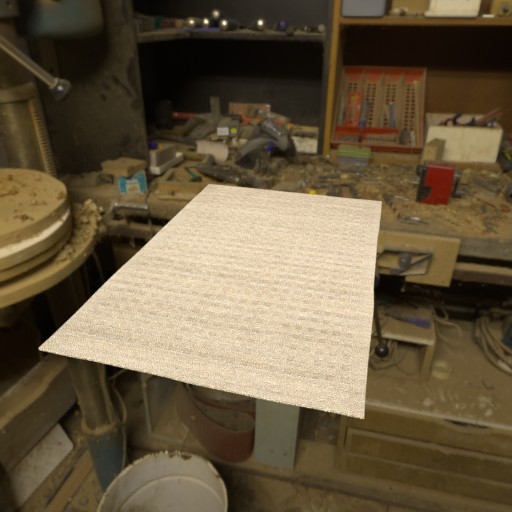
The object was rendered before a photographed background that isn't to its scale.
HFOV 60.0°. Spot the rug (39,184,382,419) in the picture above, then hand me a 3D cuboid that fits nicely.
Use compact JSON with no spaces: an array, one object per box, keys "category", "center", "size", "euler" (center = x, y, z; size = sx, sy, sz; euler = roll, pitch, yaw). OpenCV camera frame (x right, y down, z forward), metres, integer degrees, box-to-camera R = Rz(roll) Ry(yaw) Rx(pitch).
[{"category":"rug","center":[0.000,0.000,2.895],"size":[1.532,0.018,2.297],"euler":[8,31,13]}]
